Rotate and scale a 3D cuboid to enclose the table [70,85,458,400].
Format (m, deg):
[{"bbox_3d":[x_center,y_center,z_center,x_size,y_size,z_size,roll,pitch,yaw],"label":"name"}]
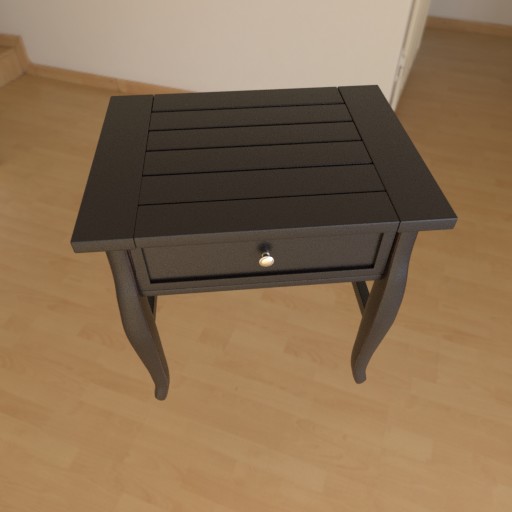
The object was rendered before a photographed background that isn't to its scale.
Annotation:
[{"bbox_3d":[0.000,0.000,1.057,0.602,0.604,0.460,-4,47,-4],"label":"table"}]
